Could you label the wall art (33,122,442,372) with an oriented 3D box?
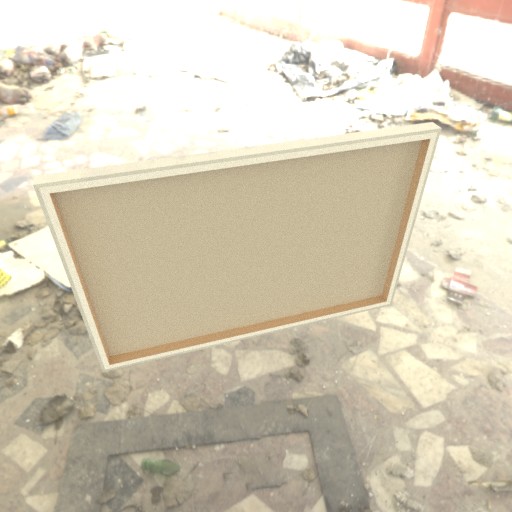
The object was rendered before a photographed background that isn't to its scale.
[{"bbox_3d":[0.000,0.000,1.171,0.915,0.610,0.038,-11,41,-13],"label":"wall art"}]
